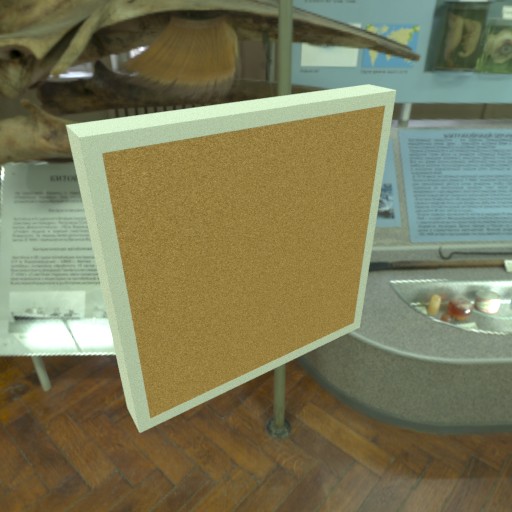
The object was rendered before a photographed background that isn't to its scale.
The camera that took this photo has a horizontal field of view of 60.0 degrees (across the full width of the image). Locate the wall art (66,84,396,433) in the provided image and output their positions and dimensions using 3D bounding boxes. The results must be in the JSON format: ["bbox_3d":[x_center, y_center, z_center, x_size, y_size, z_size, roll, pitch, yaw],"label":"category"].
[{"bbox_3d":[0.000,0.000,0.457,0.305,0.302,0.038,-18,35,-28],"label":"wall art"}]
